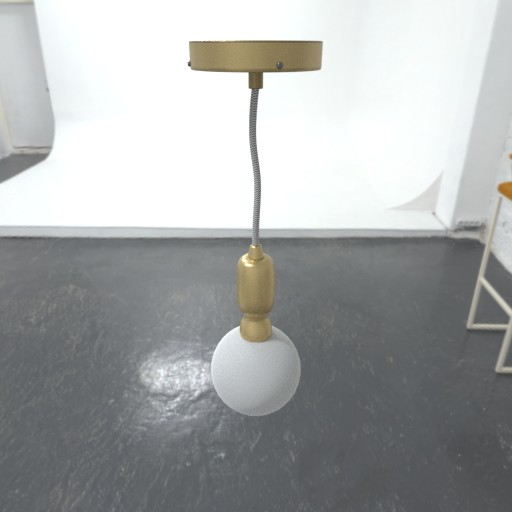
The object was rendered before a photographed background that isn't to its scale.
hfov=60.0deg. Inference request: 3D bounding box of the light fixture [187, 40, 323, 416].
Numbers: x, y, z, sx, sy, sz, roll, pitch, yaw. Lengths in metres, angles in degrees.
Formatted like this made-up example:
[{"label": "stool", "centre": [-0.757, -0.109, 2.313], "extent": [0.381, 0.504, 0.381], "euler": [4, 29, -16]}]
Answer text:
[{"label": "light fixture", "centre": [0.000, 0.000, 0.585], "extent": [0.147, 0.510, 0.146], "euler": [-8, 27, -17]}]
